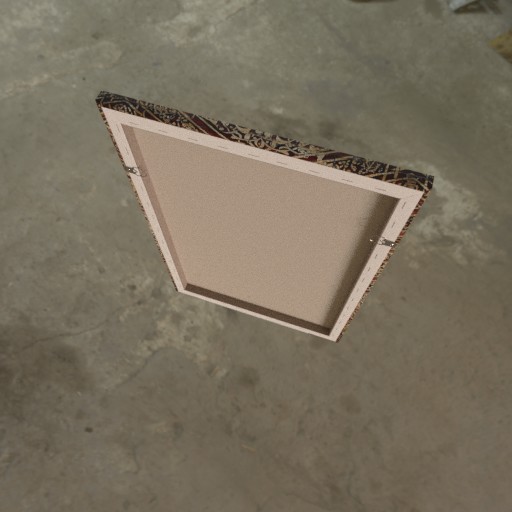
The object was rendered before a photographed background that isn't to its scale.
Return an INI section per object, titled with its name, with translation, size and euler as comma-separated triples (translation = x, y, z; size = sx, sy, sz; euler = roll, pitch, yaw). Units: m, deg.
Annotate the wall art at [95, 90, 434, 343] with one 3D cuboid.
[wall art]
translation = 0.000, 0.000, 1.157
size = 0.599, 0.904, 0.030
euler = 17, 65, 8
